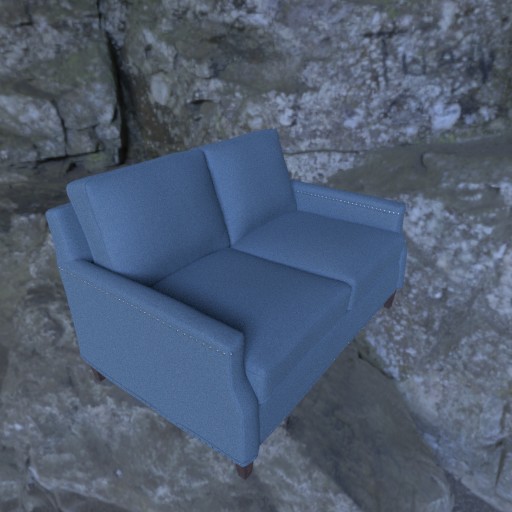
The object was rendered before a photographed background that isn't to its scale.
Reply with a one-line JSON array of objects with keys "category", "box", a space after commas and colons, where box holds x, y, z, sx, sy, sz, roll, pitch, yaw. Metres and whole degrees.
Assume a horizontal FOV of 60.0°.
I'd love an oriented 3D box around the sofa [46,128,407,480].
[{"category": "sofa", "box": [0.000, 0.000, 2.236, 1.084, 1.003, 1.597, 19, 32, 32]}]
